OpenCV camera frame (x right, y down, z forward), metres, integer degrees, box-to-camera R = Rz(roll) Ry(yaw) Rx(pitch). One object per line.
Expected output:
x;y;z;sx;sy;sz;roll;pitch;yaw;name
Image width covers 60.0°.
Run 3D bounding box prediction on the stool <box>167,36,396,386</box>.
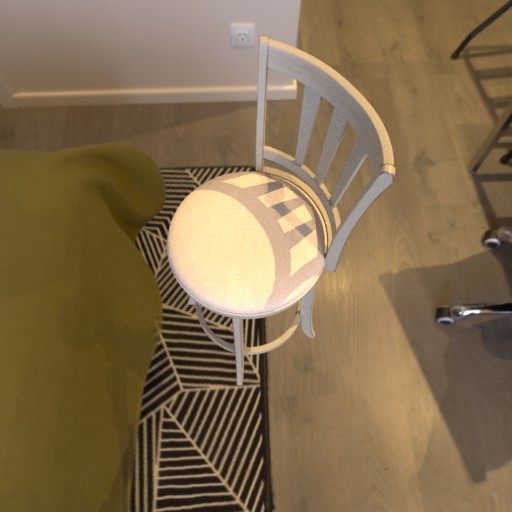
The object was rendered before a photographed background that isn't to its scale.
0.000;0.000;1.283;0.475;1.042;0.436;-30;67;-14;stool
